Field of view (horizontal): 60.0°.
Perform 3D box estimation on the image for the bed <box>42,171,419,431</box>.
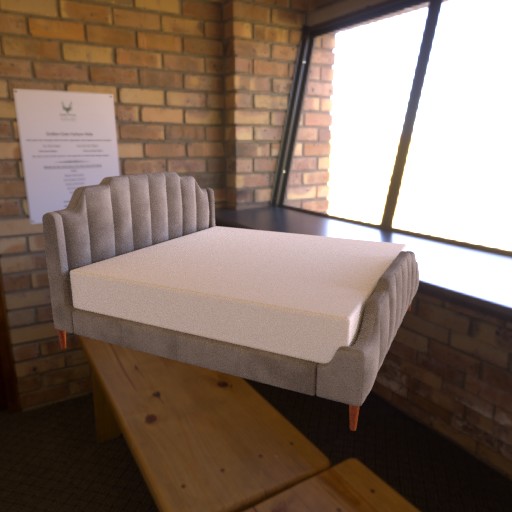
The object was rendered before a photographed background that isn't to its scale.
[{"bbox_3d":[0.000,0.000,3.585,2.340,1.245,2.074,7,16,26],"label":"bed"}]
